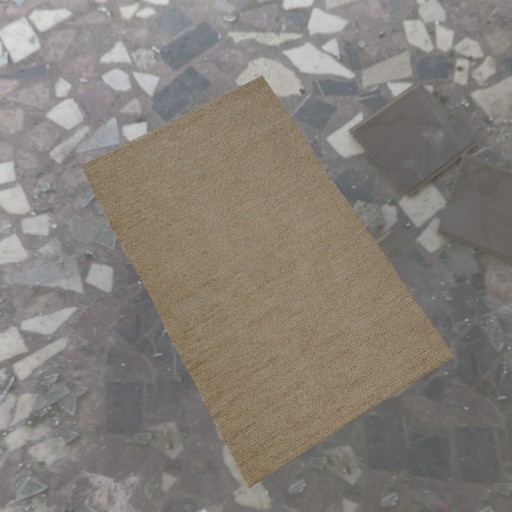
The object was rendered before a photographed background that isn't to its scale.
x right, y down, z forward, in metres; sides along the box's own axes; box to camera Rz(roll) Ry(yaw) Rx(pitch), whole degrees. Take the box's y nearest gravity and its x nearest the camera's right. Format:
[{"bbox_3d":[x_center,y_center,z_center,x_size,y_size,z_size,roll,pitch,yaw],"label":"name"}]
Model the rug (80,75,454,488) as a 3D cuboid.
[{"bbox_3d":[0.000,0.000,3.019,1.533,0.011,2.439,-29,77,-8],"label":"rug"}]
